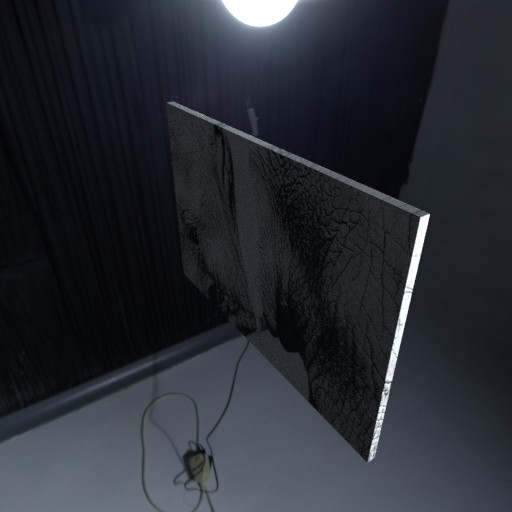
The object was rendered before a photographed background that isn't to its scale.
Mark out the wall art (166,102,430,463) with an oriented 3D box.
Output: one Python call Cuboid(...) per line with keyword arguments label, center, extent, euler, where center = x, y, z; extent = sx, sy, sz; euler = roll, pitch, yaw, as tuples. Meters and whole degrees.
Cuboid(label="wall art", center=(0.000, 0.000, 1.152), extent=(0.023, 0.607, 0.914), euler=(-20, 37, -29))
